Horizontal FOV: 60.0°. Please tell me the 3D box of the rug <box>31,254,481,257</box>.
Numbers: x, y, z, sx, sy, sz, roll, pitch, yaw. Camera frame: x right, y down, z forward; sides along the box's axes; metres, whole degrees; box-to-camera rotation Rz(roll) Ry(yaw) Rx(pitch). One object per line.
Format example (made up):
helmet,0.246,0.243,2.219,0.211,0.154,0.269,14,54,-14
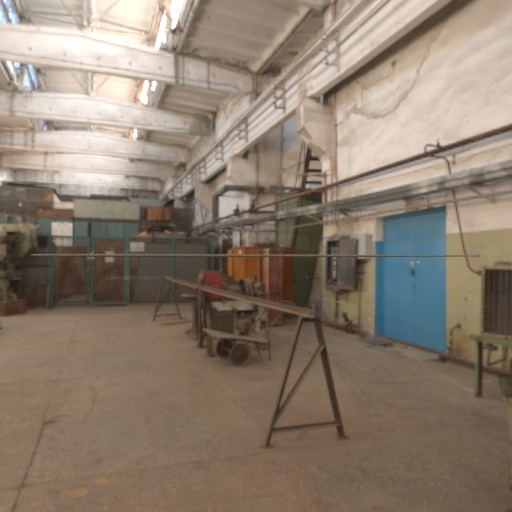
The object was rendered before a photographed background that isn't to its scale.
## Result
rug,0.000,0.000,3.614,3.048,0.011,1.546,0,0,-17
